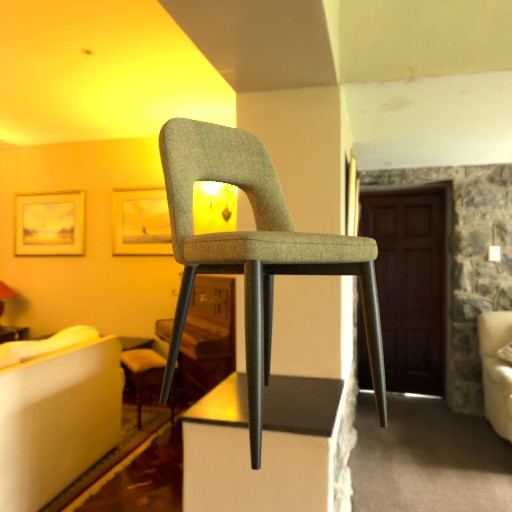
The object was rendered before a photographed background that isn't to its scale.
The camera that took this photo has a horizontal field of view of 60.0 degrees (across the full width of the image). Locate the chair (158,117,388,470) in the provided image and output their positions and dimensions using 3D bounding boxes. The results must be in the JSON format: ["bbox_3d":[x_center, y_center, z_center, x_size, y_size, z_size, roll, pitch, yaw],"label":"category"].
[{"bbox_3d":[0.000,0.000,1.310,0.470,0.931,0.612,0,-1,-35],"label":"chair"}]
